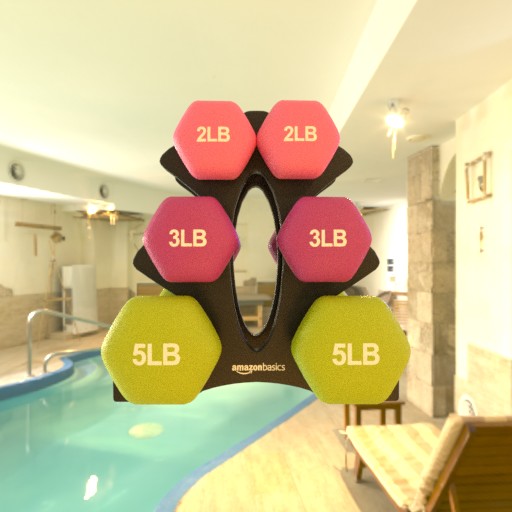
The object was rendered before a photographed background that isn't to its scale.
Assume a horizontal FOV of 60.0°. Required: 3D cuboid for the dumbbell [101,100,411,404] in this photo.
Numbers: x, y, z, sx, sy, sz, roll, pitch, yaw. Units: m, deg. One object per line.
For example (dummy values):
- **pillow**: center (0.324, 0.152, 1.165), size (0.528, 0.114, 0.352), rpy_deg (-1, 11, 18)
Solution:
- **dumbbell**: center (0.000, 0.000, 0.444), size (0.257, 0.261, 0.203), rpy_deg (0, -1, -1)
